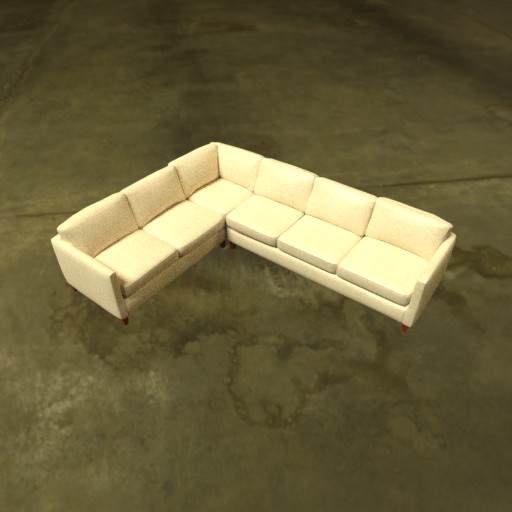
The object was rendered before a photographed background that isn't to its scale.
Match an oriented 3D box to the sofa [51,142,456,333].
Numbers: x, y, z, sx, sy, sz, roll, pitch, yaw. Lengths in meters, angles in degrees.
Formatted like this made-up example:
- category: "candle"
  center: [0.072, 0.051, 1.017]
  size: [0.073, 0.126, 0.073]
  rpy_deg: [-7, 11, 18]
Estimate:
- category: "sofa"
  center: [0.000, 0.000, 4.634]
  size: [3.302, 0.947, 2.593]
  rpy_deg: [26, 46, 27]
